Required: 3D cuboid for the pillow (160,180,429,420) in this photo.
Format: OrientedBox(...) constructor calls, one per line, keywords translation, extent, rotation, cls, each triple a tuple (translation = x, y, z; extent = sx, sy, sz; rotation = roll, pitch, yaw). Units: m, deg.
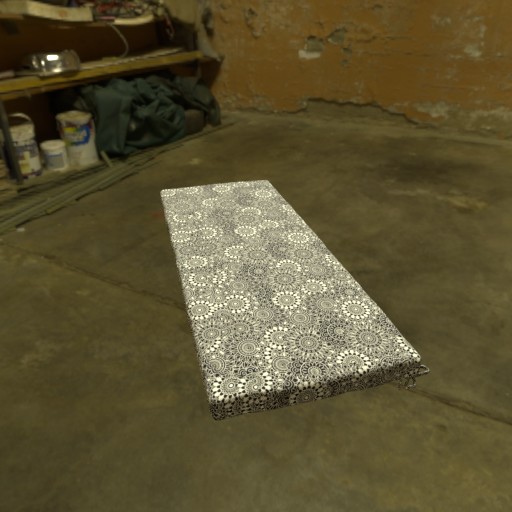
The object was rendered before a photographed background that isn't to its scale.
OrientedBox(translation=(0.000, 0.000, 1.371), extent=(0.492, 0.081, 1.187), rotation=(-8, 30, -13), cls="pillow")
